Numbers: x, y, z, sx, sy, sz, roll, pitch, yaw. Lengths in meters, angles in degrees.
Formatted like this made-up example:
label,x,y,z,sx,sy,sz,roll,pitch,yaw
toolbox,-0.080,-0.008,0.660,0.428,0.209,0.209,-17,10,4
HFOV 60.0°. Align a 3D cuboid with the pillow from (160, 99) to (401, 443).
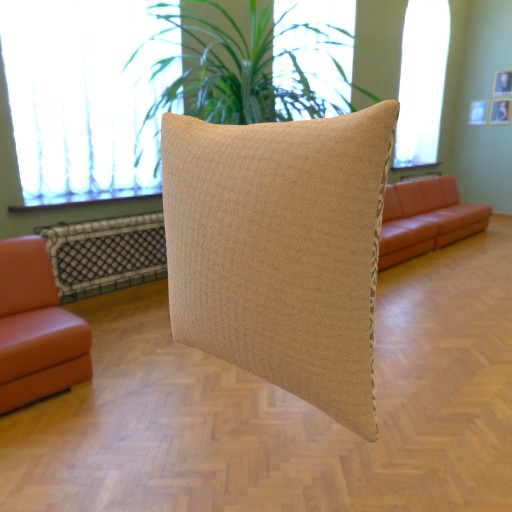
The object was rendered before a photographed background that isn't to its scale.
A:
label,x,y,z,sx,sy,sz,roll,pitch,yaw
pillow,0.000,0.000,0.637,0.419,0.407,0.173,14,21,42
